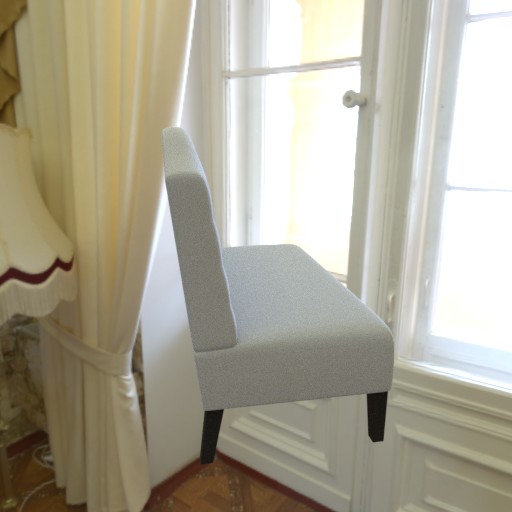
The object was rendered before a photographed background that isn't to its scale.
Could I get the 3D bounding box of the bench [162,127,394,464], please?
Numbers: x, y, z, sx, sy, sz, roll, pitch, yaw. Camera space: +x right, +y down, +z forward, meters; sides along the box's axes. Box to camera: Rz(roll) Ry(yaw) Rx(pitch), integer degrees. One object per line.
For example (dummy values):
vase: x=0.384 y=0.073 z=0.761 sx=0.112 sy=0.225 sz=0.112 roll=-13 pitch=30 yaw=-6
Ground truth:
bench: x=0.000 y=0.000 z=2.112 sx=0.815 sy=1.180 sz=1.335 roll=-3 pitch=16 yaw=-10
